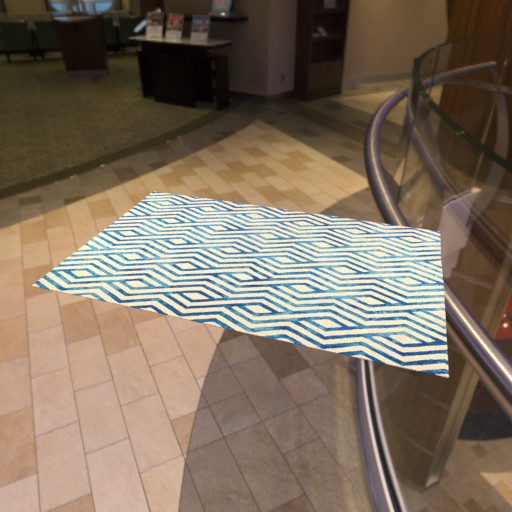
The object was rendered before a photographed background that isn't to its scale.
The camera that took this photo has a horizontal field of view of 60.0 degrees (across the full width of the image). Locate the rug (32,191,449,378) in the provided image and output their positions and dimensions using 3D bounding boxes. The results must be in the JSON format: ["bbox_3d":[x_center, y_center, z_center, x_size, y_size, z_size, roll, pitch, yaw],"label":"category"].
[{"bbox_3d":[0.000,0.000,3.059,2.439,0.008,1.531,10,33,15],"label":"rug"}]
